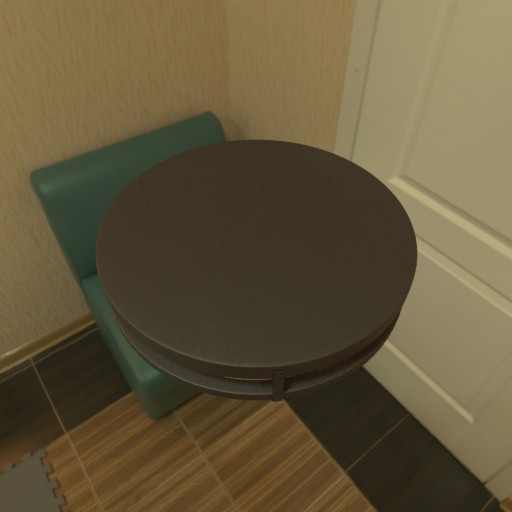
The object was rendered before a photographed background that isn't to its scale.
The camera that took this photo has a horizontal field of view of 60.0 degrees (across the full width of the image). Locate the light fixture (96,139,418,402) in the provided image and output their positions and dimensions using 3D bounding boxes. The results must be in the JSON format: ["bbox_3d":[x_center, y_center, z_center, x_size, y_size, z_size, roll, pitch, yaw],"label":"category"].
[{"bbox_3d":[0.000,0.000,0.538,0.356,0.102,0.356,0,47,0],"label":"light fixture"}]
